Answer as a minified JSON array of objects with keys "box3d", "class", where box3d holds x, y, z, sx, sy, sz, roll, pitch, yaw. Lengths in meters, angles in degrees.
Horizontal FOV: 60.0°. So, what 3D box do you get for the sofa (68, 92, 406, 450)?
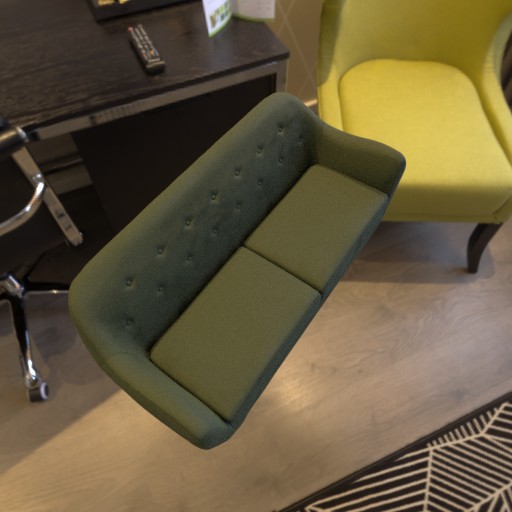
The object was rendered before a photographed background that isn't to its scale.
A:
[{"box3d":[0.000,0.000,2.324,0.820,0.836,1.840,31,62,18],"class":"sofa"}]
